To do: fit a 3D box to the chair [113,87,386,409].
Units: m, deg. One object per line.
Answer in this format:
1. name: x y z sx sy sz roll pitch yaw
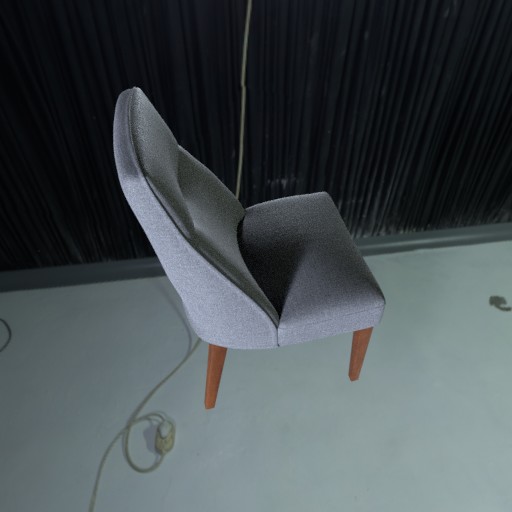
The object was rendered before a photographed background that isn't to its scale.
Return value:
1. chair: 0.000 0.000 1.294 0.620 0.930 0.500 -10 47 -9
